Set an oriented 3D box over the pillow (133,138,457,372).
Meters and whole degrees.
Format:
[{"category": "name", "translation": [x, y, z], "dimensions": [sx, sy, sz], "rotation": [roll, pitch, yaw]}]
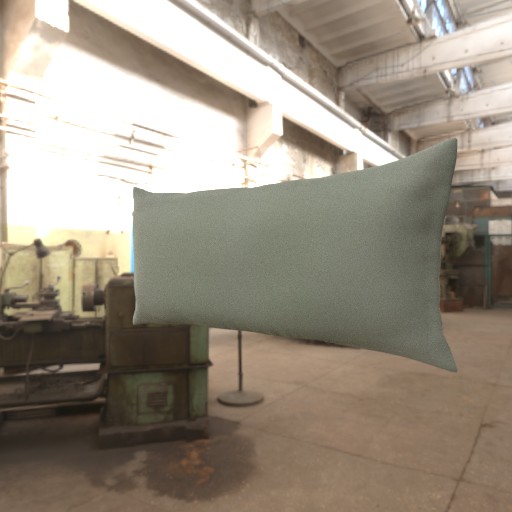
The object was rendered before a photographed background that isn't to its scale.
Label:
[{"category": "pillow", "translation": [0.000, 0.000, 0.721], "dimensions": [0.610, 0.287, 0.151], "rotation": [0, 0, 36]}]
